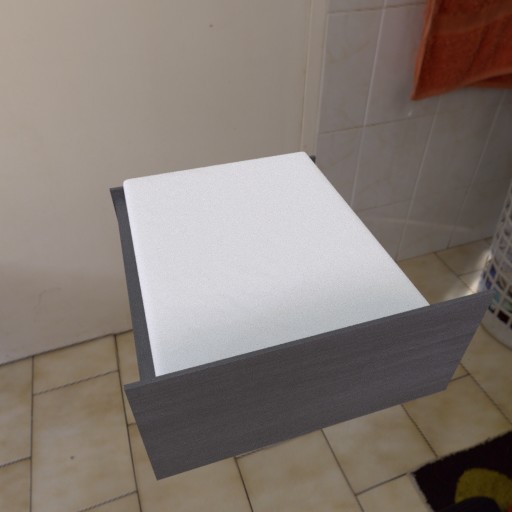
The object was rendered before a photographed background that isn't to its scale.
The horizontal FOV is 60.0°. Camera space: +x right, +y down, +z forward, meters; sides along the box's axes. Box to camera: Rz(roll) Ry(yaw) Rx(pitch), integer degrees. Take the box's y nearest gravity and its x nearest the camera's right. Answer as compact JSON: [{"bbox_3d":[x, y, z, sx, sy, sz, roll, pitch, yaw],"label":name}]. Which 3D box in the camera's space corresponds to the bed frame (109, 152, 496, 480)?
[{"bbox_3d":[0.000,0.000,2.750,1.622,0.800,1.960,-12,43,-13],"label":"bed frame"}]
